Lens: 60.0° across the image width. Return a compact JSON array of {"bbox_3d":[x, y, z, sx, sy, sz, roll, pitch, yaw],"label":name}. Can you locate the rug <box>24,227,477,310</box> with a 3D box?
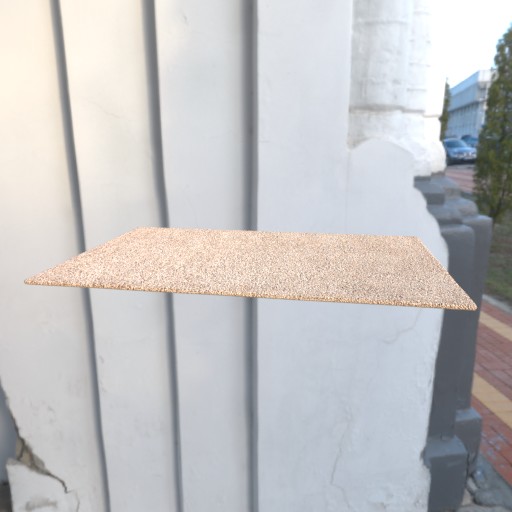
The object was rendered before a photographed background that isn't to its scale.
[{"bbox_3d":[0.000,0.000,3.474,2.743,0.030,1.778,2,15,9],"label":"rug"}]
